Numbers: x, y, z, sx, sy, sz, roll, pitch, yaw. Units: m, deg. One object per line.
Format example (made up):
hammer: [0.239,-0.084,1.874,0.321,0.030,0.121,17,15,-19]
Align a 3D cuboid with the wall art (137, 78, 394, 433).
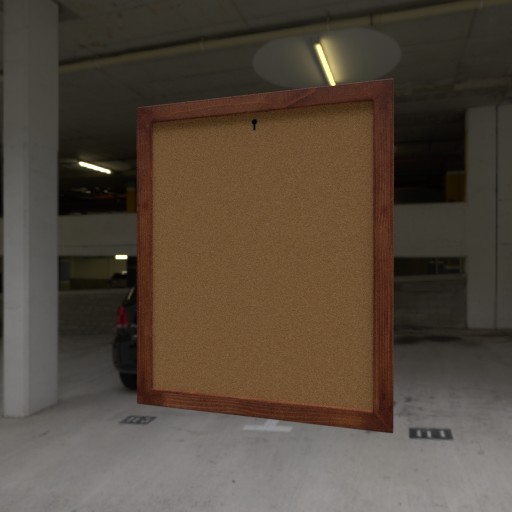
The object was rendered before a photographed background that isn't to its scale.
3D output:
wall art: [0.000,0.000,0.779,0.462,0.558,0.030,0,0,17]
